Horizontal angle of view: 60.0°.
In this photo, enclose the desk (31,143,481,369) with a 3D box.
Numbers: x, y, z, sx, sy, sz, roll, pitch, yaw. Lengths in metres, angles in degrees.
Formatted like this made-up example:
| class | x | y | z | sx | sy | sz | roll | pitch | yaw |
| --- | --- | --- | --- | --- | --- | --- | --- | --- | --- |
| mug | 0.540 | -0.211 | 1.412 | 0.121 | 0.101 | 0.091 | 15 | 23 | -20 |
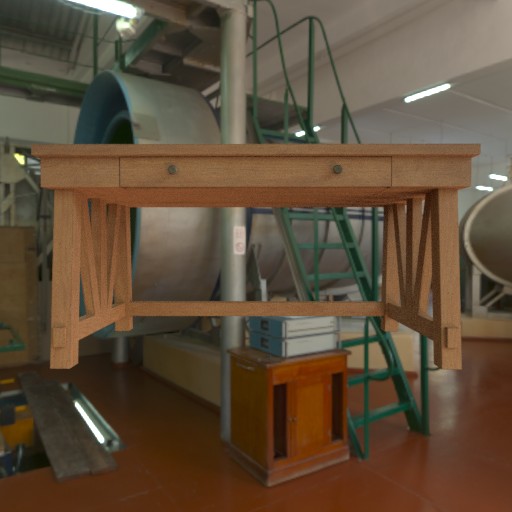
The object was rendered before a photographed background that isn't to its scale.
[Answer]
| class | x | y | z | sx | sy | sz | roll | pitch | yaw |
| --- | --- | --- | --- | --- | --- | --- | --- | --- | --- |
| desk | 0.000 | 0.000 | 1.890 | 1.499 | 0.762 | 0.813 | 0 | 1 | 0 |
